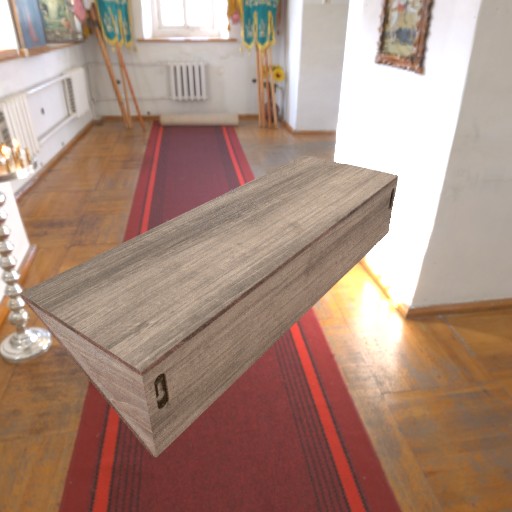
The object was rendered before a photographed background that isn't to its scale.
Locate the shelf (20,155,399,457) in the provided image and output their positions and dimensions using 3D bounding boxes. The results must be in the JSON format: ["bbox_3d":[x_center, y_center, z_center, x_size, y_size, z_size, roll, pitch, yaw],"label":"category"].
[{"bbox_3d":[0.000,0.000,0.682,0.200,0.125,0.610,21,36,31],"label":"shelf"}]
